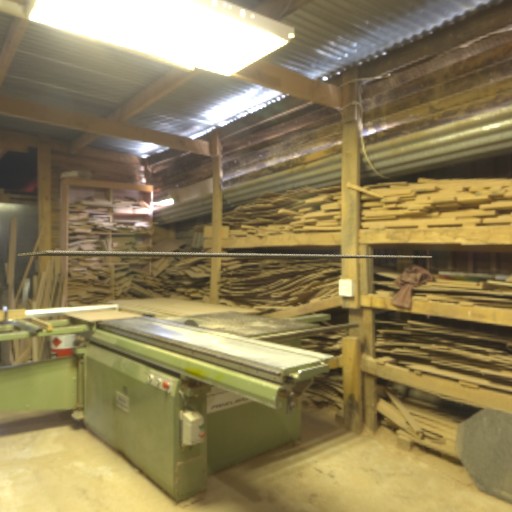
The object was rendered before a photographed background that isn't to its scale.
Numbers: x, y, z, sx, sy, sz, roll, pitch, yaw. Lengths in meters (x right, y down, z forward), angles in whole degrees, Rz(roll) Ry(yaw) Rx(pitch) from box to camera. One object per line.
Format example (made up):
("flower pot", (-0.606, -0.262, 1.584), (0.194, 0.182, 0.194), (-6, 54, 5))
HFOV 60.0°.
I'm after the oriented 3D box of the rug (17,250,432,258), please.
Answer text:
("rug", (0.000, 0.000, 2.642), (2.435, 0.009, 0.750), (1, -1, -35))
